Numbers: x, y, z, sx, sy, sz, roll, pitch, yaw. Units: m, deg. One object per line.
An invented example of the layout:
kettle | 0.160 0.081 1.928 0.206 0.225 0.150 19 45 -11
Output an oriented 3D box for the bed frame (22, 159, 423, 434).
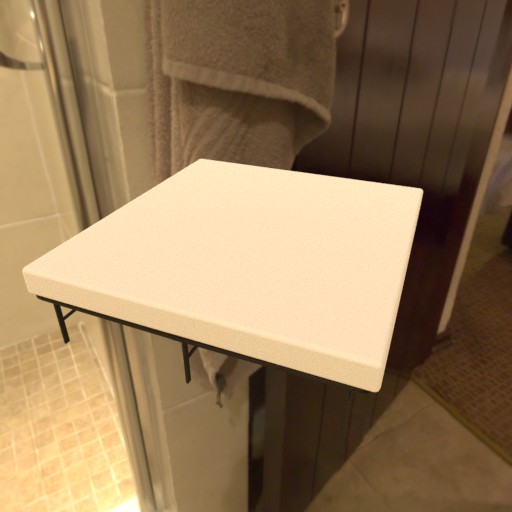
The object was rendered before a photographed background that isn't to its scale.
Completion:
bed frame | 0.000 0.000 3.016 1.935 0.525 2.033 12 32 19
